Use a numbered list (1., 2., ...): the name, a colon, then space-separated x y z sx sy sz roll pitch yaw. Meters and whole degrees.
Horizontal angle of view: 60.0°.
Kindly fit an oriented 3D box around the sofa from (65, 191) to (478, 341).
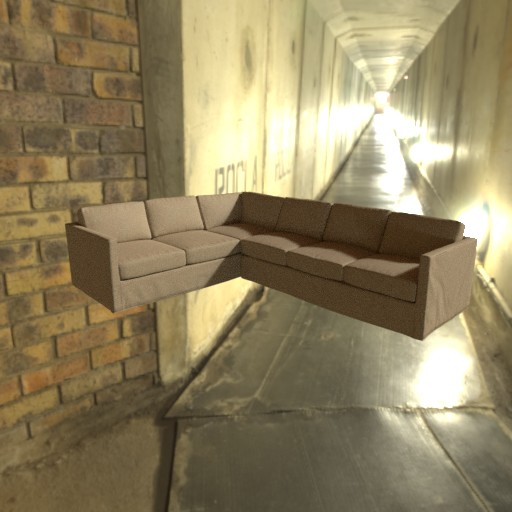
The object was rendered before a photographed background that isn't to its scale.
1. sofa: 0.000 0.000 4.282 2.432 0.871 3.182 -14 20 -41
